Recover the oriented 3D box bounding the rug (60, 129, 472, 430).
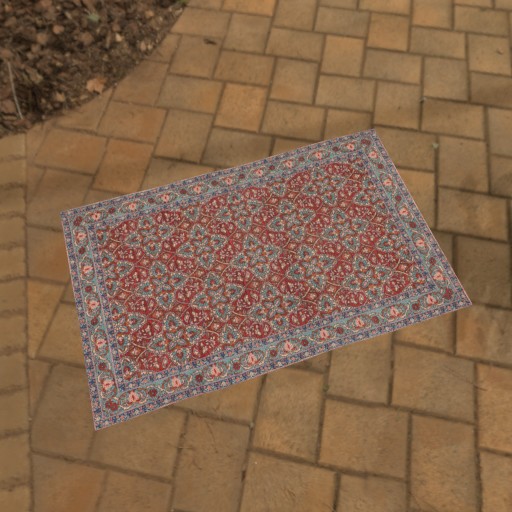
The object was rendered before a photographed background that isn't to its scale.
[{"bbox_3d":[0.000,0.000,3.007,2.439,0.011,1.533,-17,66,-8],"label":"rug"}]
